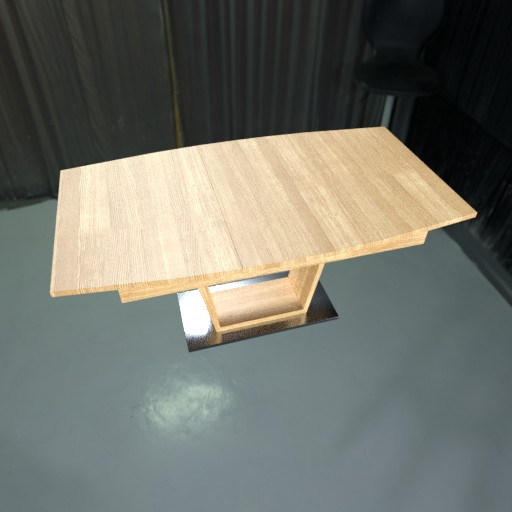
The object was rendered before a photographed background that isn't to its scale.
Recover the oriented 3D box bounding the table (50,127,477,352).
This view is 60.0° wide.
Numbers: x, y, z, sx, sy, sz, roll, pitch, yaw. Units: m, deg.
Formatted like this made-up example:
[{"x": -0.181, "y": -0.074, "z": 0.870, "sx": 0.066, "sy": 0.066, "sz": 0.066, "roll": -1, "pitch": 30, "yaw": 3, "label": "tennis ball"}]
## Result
[{"x": 0.000, "y": 0.000, "z": 2.116, "sx": 1.598, "sy": 0.748, "sz": 0.900, "roll": -11, "pitch": 43, "yaw": -11, "label": "table"}]
